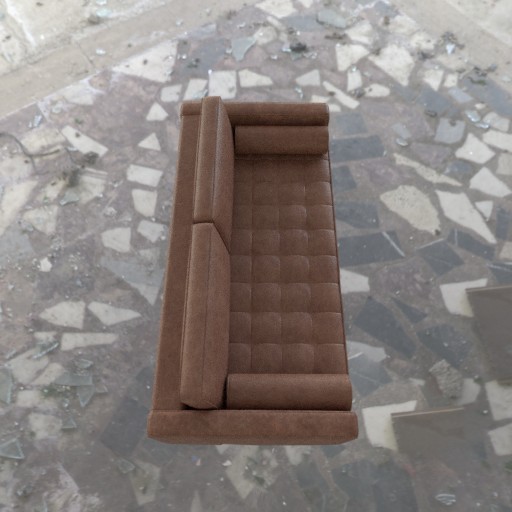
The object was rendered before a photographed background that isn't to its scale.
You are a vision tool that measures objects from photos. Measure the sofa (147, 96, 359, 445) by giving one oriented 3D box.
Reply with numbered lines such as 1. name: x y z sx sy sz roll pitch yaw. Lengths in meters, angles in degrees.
1. sofa: 0.000 0.000 2.390 0.910 0.760 1.870 0 64 0
